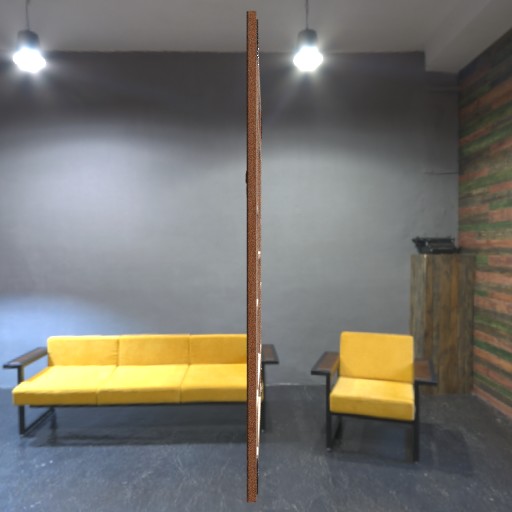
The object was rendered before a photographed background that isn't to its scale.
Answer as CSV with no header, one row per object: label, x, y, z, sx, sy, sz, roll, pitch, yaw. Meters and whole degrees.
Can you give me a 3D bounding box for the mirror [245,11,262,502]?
mirror,0.000,0.000,1.249,0.025,0.996,0.705,0,1,1
